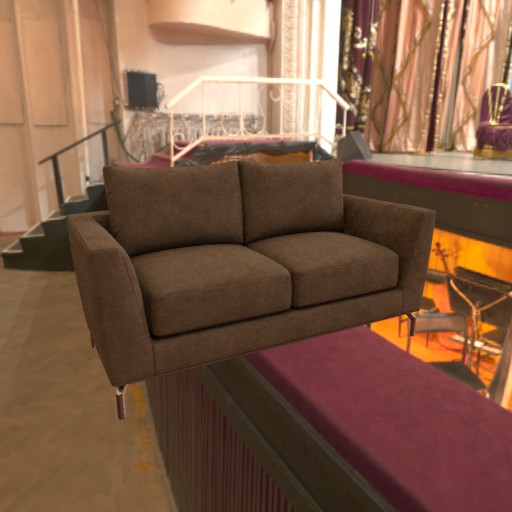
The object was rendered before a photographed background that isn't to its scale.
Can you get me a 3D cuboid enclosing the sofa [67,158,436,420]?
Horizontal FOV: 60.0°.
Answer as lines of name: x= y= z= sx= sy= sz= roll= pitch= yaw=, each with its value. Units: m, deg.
sofa: x=0.000 y=0.000 z=2.448 sx=1.832 sy=1.013 sz=0.855 roll=-8 pitch=17 yaw=-27
